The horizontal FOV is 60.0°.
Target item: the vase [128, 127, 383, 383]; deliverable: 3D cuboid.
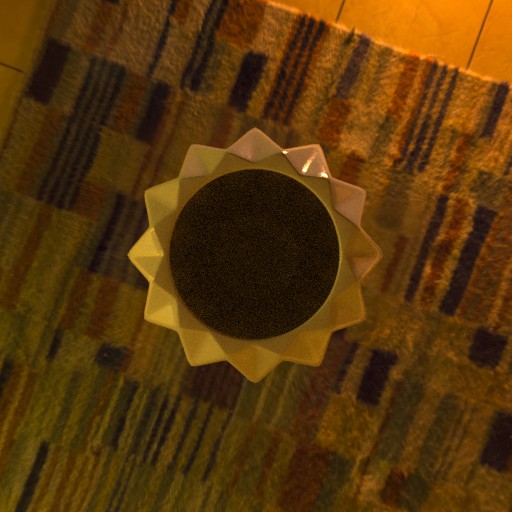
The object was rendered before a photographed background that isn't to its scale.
[{"bbox_3d":[0.000,0.000,0.419,0.195,0.275,0.195,0,89,0],"label":"vase"}]
